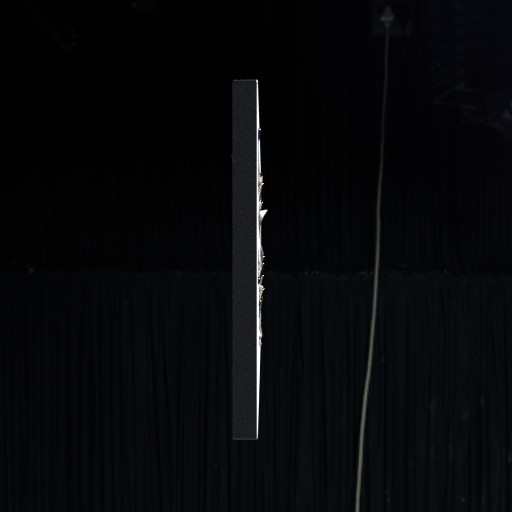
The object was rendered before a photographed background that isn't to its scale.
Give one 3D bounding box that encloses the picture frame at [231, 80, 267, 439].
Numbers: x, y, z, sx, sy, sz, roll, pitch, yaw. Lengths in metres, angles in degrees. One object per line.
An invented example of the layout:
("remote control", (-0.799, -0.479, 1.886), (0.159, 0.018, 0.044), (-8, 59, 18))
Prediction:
("picture frame", (0.000, 0.000, 0.788), (0.044, 0.379, 0.647), (0, 1, 1))
